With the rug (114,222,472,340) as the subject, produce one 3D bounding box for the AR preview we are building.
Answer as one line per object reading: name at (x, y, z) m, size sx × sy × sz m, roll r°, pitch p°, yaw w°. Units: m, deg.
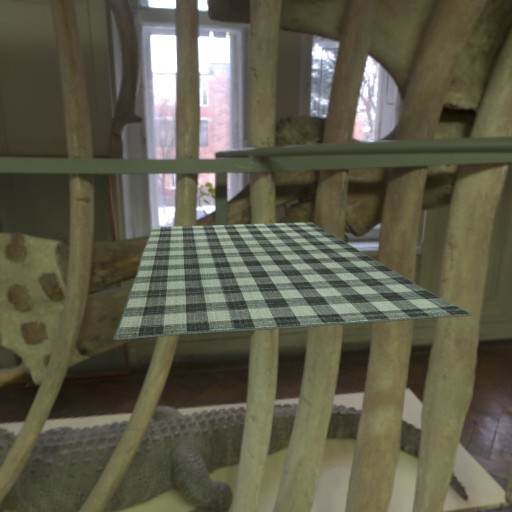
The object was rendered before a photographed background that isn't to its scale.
rug at (0.000, 0.000, 3.043) m, size 1.554 × 0.011 × 2.476 m, roll -2°, pitch 14°, yaw -9°
